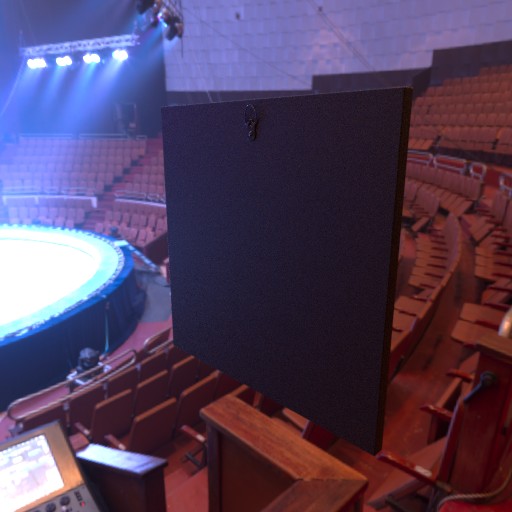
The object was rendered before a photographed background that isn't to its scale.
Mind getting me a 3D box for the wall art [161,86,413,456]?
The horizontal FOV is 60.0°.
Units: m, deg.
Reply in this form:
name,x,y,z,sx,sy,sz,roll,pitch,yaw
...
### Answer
name,x,y,z,sx,sy,sz,roll,pitch,yaw
wall art,0.000,0.000,1.208,0.805,0.807,0.043,15,21,43
